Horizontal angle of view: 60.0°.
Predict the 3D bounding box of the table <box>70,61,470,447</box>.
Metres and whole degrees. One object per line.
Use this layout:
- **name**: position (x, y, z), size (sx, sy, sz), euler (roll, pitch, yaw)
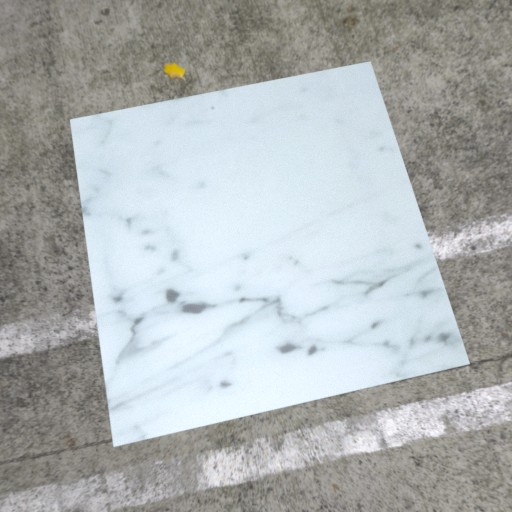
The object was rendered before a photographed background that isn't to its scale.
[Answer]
- **table**: position (0.000, 0.000, 1.279), size (0.800, 0.450, 0.800), euler (-12, 76, -3)
